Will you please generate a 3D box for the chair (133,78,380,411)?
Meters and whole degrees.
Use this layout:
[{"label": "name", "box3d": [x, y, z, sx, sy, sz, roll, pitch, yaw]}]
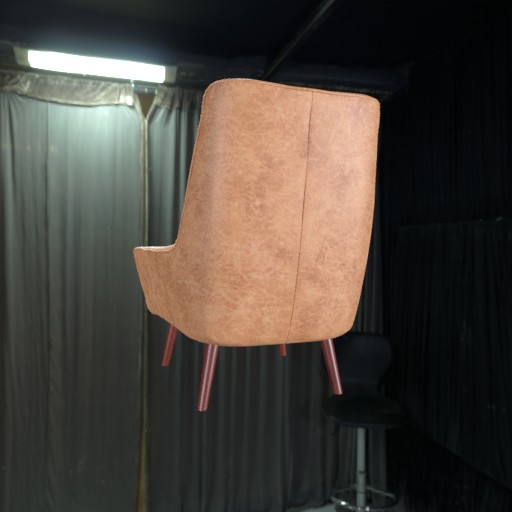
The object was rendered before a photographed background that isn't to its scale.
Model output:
[{"label": "chair", "box3d": [0.000, 0.000, 1.505, 0.753, 0.883, 0.851, 0, 1, -19]}]
